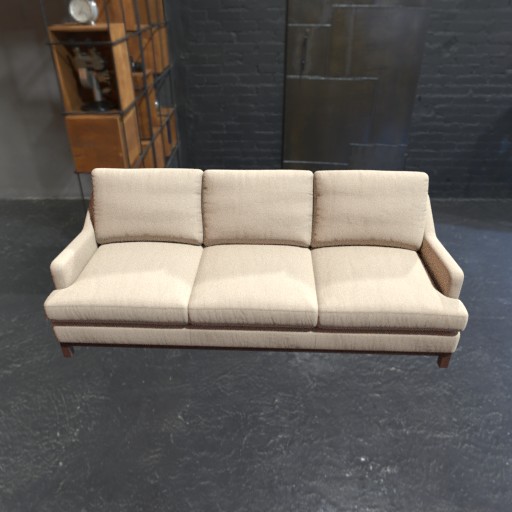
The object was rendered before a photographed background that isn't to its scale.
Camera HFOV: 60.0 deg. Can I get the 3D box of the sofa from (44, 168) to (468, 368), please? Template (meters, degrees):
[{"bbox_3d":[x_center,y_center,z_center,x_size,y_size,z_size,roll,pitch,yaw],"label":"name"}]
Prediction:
[{"bbox_3d":[0.000,0.000,2.776,2.321,0.913,1.000,1,31,2],"label":"sofa"}]
